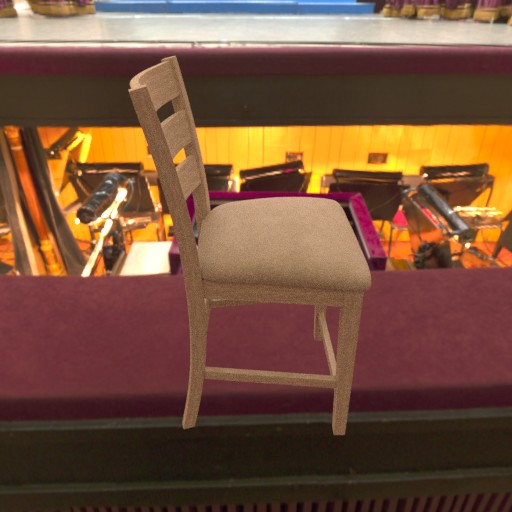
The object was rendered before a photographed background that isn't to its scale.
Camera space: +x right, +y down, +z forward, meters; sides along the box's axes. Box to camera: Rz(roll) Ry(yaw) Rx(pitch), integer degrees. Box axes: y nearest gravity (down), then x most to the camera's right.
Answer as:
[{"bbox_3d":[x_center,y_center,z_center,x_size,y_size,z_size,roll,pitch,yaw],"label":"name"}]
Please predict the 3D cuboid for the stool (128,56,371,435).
[{"bbox_3d":[0.000,0.000,1.303,0.569,1.032,0.484,-1,31,-1],"label":"stool"}]
